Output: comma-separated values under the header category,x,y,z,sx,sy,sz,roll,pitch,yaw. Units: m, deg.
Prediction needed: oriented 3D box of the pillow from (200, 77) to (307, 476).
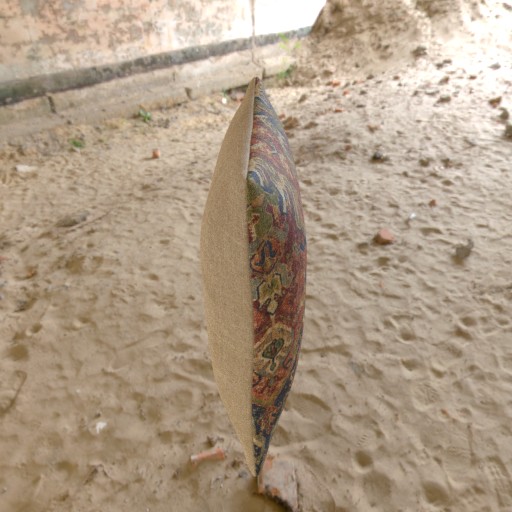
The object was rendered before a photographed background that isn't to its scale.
category,x,y,z,sx,sy,sz,roll,pitch,yaw
pillow,0.000,0.000,0.789,0.166,0.506,0.523,1,33,1
